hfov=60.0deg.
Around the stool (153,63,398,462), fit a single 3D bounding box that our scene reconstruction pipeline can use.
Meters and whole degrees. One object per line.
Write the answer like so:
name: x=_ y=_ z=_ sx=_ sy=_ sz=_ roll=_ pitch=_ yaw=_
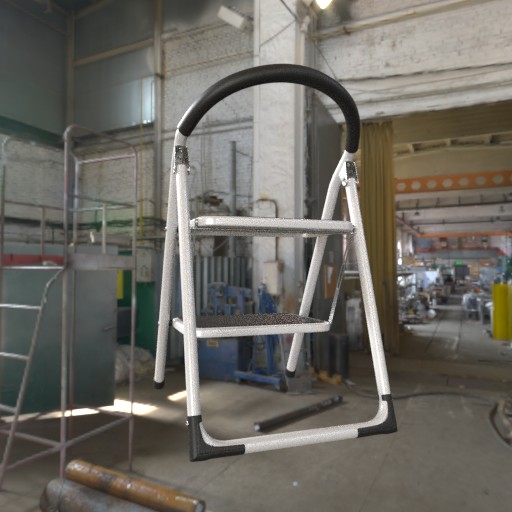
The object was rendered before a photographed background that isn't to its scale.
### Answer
stool: x=0.000 y=0.000 z=1.128 sx=0.453 sy=0.760 sz=0.559 roll=1 pitch=-2 yaw=-19
